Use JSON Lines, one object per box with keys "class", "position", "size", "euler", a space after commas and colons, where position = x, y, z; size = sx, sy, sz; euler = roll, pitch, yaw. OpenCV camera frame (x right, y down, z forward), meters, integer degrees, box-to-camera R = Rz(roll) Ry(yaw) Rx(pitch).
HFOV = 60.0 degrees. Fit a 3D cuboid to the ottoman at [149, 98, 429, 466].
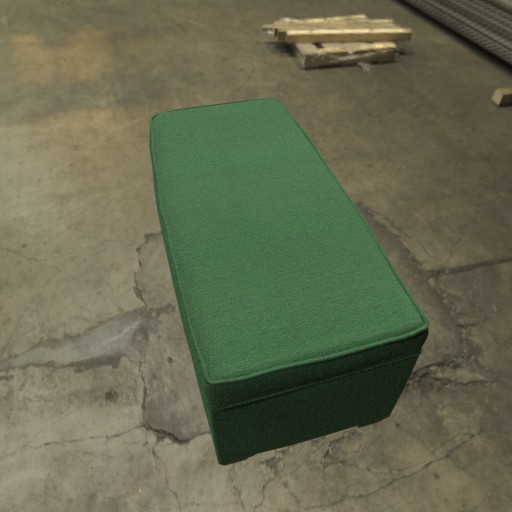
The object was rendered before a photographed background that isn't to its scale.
{"class": "ottoman", "position": [0.000, 0.000, 1.243], "size": [0.483, 0.471, 0.957], "euler": [-11, 47, -11]}
